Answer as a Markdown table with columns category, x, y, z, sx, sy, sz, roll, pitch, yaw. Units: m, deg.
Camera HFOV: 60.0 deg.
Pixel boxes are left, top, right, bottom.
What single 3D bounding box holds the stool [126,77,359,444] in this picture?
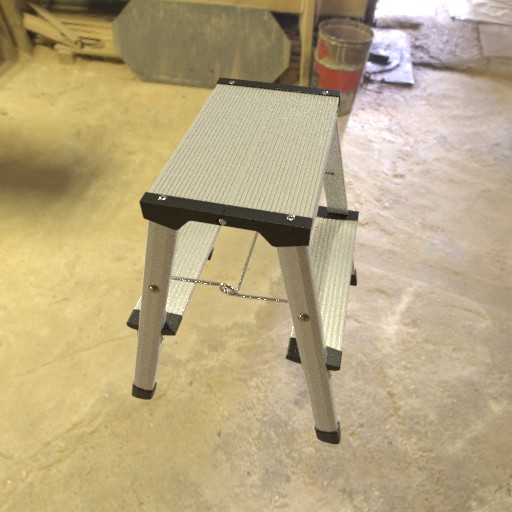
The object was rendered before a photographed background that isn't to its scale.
| category | x | y | z | sx | sy | sz | roll | pitch | yaw |
| --- | --- | --- | --- | --- | --- | --- | --- | --- | --- |
| stool | 0.000 | 0.000 | 0.788 | 0.405 | 0.480 | 0.404 | 10 | 48 | 9 |
